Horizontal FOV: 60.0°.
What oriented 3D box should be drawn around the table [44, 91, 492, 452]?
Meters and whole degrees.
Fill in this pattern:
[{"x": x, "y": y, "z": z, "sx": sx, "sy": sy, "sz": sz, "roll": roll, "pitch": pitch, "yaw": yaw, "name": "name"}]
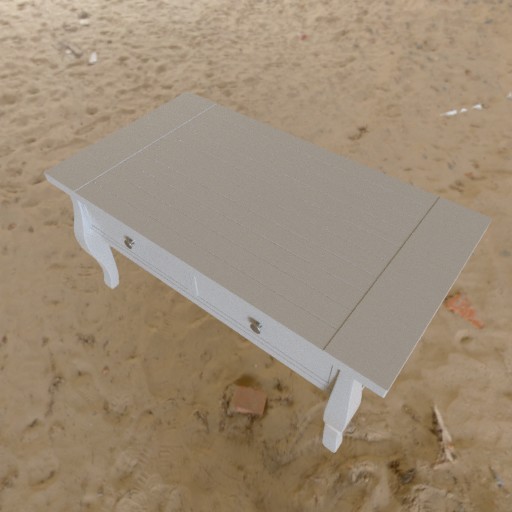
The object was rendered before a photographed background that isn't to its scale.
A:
[{"x": 0.000, "y": 0.000, "z": 1.369, "sx": 1.062, "sy": 0.495, "sz": 0.600, "roll": 30, "pitch": 55, "yaw": 24, "name": "table"}]
